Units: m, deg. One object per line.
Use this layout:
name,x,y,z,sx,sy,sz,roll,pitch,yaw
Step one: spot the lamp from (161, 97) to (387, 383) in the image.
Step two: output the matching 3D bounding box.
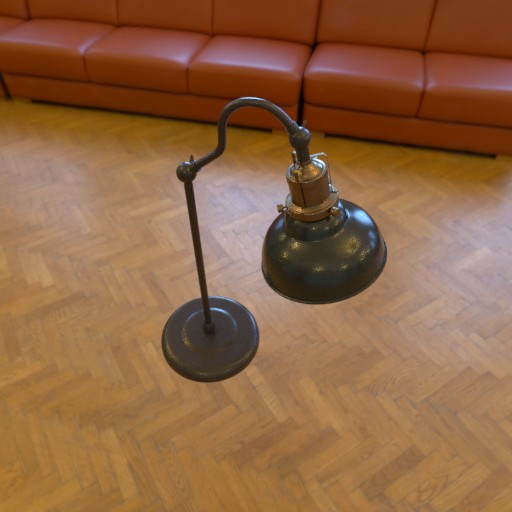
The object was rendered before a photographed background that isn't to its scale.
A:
lamp,0.000,0.000,0.676,0.374,0.508,0.192,9,47,8
